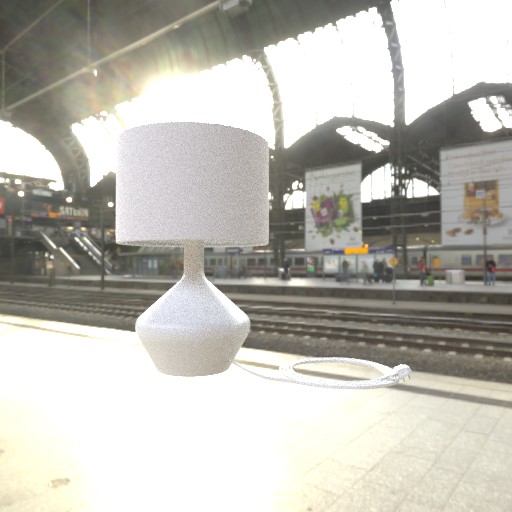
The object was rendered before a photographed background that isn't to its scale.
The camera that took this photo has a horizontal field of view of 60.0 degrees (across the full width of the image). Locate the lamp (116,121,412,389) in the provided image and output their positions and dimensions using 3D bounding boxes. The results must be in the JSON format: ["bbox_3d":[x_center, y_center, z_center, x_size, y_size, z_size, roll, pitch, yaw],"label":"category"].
[{"bbox_3d":[0.000,0.000,0.875,0.546,0.457,0.401,-1,-1,35],"label":"lamp"}]
